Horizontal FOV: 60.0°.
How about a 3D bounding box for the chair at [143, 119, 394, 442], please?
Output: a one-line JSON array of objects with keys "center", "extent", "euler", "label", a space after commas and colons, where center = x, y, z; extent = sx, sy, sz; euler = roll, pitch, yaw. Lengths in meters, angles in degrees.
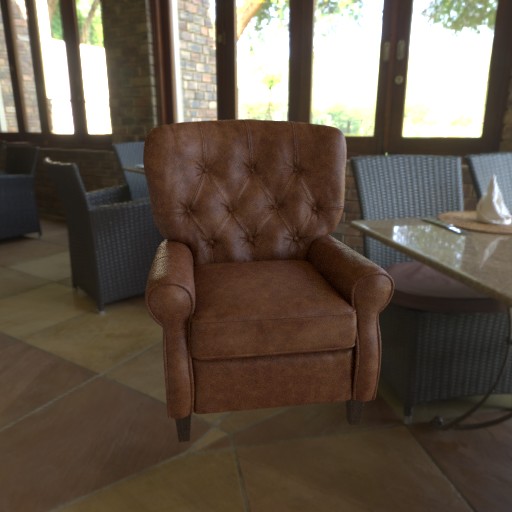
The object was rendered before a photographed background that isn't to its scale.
[{"center": [0.000, 0.000, 1.950], "extent": [0.951, 1.164, 1.059], "euler": [-2, 16, -8], "label": "chair"}]
